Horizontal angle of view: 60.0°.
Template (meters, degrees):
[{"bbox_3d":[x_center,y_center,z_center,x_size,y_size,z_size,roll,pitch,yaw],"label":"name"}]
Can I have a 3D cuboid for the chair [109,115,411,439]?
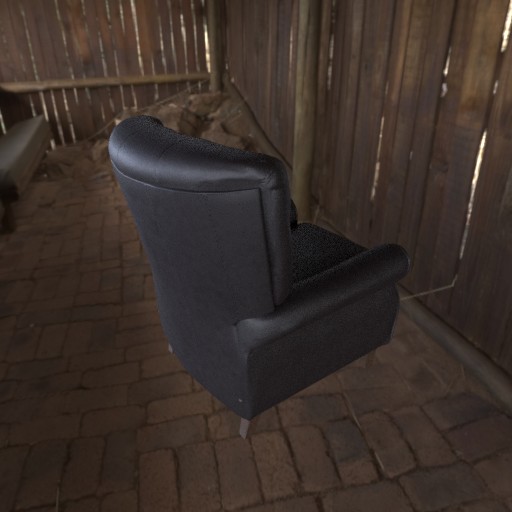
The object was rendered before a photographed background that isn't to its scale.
[{"bbox_3d":[0.000,0.000,1.886,1.058,1.158,0.948,-18,32,-31],"label":"chair"}]
